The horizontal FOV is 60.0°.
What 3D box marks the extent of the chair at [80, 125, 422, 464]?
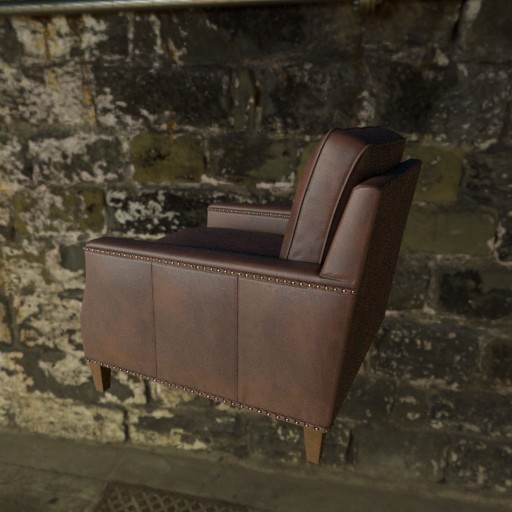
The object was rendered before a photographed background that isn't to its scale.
[{"bbox_3d":[0.000,0.000,1.643,1.014,0.929,0.853,8,19,25],"label":"chair"}]
